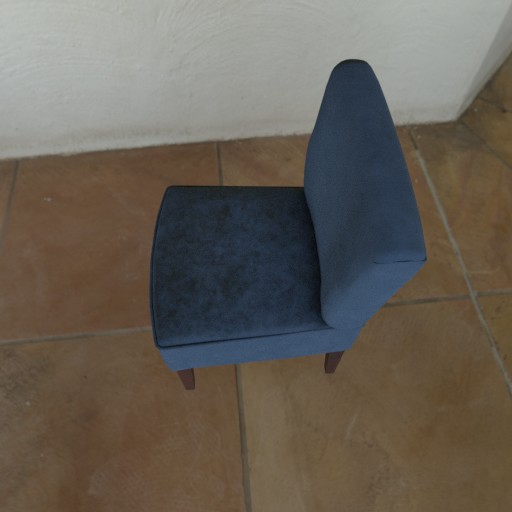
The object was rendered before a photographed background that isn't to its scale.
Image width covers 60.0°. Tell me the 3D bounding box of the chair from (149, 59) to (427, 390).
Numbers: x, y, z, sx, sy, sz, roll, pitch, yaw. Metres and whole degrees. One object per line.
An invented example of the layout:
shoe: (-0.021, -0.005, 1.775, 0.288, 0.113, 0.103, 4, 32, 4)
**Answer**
chair: (0.000, 0.000, 1.173, 0.551, 0.806, 0.521, -2, 59, -2)
